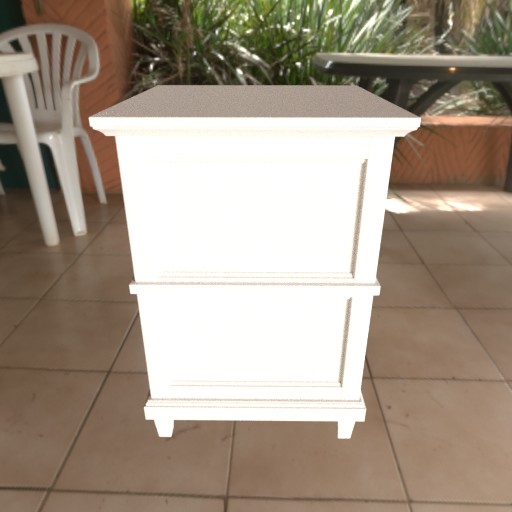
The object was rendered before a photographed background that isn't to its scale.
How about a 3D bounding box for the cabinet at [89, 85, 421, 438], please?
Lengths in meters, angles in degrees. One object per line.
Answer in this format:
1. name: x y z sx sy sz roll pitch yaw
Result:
1. cabinet: 0.000 0.000 1.141 0.547 0.775 0.544 0 26 1
